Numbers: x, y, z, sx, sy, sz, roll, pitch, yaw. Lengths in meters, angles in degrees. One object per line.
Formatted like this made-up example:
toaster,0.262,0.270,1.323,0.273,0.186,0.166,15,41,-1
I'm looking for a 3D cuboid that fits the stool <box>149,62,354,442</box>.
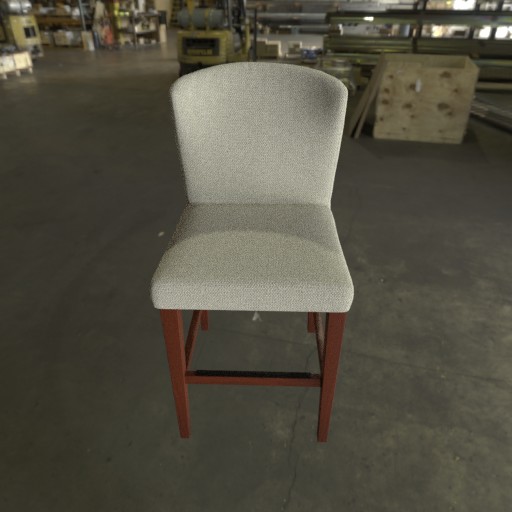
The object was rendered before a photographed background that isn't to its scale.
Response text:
stool,0.000,0.000,1.284,0.481,0.969,0.568,1,31,2
